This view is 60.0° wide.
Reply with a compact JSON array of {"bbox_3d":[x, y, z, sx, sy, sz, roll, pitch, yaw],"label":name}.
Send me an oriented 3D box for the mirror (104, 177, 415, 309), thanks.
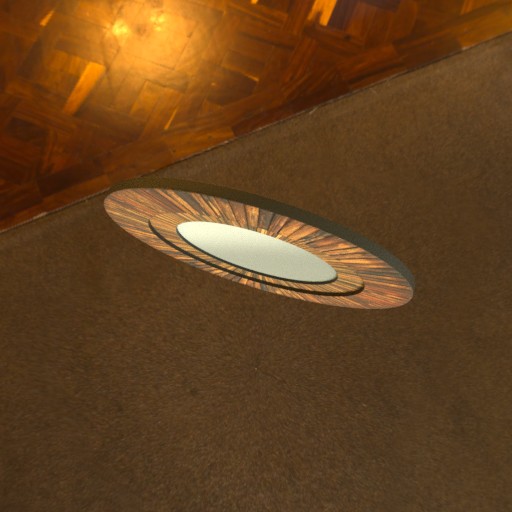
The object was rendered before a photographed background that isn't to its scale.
[{"bbox_3d":[0.000,0.000,1.572,1.077,1.077,0.036,16,76,4],"label":"mirror"}]
